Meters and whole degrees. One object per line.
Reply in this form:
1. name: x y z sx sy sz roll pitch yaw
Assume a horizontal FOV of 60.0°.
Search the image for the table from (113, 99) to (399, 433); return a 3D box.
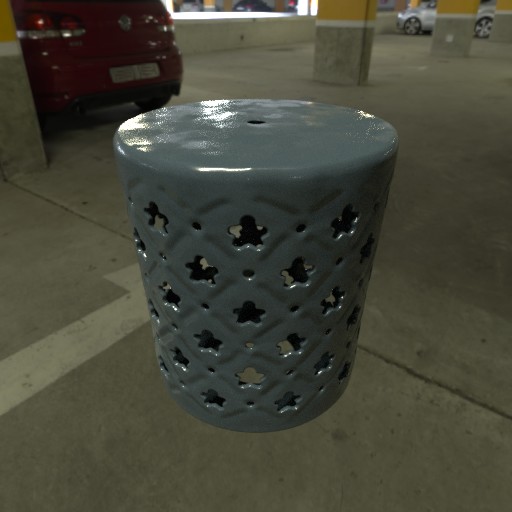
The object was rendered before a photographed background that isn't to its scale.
1. table: 0.000 0.000 0.650 0.352 0.387 0.352 0 30 0
